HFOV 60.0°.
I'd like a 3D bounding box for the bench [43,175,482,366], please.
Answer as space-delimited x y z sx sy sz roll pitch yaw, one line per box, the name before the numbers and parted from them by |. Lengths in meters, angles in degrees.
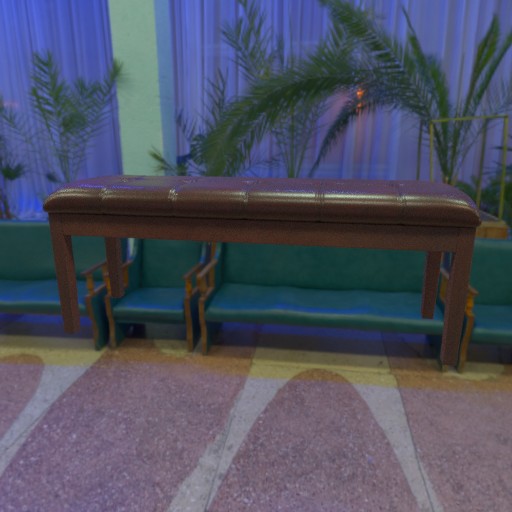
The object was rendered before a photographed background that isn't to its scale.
bench | 0.000 0.000 1.473 1.259 0.491 0.401 3 17 9
